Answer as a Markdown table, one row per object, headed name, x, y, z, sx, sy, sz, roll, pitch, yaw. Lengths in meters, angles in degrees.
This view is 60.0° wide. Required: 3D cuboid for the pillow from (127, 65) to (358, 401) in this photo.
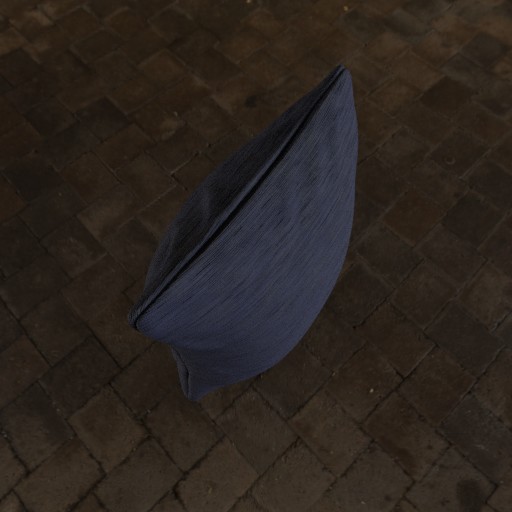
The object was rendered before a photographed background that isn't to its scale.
| name | x | y | z | sx | sy | sz | roll | pitch | yaw |
| --- | --- | --- | --- | --- | --- | --- | --- | --- | --- |
| pillow | 0.000 | 0.000 | 0.681 | 0.246 | 0.414 | 0.432 | 31 | 67 | 15 |
